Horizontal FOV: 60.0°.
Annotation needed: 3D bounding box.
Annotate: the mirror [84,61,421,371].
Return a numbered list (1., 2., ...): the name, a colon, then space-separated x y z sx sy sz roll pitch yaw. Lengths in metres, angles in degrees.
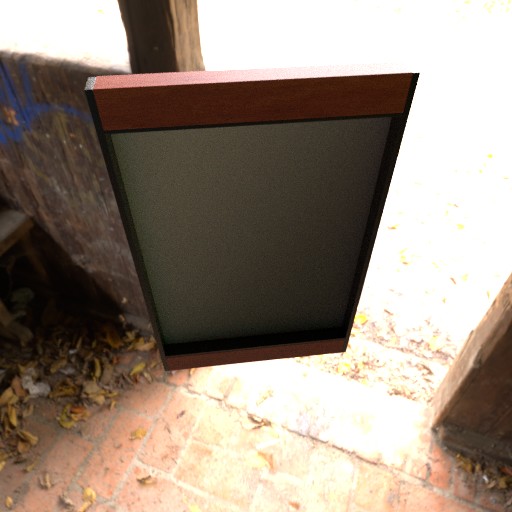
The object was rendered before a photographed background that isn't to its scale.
1. mirror: 0.000 0.000 0.996 0.525 0.823 0.047 -5 46 -5
